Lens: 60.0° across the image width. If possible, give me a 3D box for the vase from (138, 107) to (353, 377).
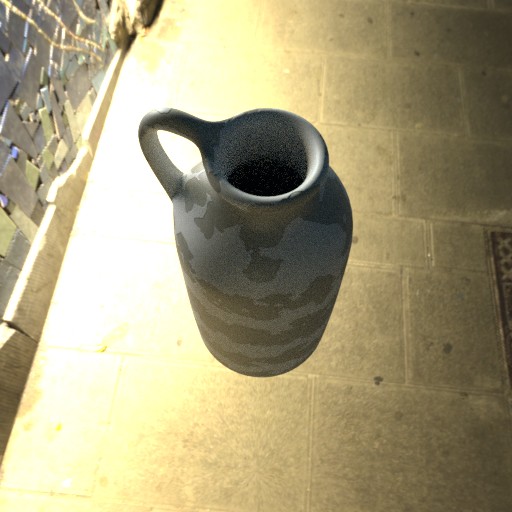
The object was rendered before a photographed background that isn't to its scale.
[{"bbox_3d":[0.000,0.000,0.481,0.203,0.382,0.186,18,66,9],"label":"vase"}]
